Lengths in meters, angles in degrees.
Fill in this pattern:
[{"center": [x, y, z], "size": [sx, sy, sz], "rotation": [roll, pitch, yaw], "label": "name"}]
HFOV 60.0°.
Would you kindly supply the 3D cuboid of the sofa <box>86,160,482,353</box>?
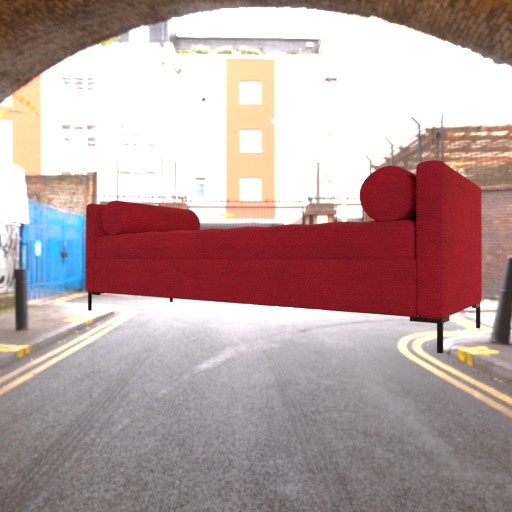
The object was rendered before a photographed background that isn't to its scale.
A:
[{"center": [0.000, 0.000, 2.270], "size": [1.981, 0.635, 0.686], "rotation": [0, 0, 37], "label": "sofa"}]
